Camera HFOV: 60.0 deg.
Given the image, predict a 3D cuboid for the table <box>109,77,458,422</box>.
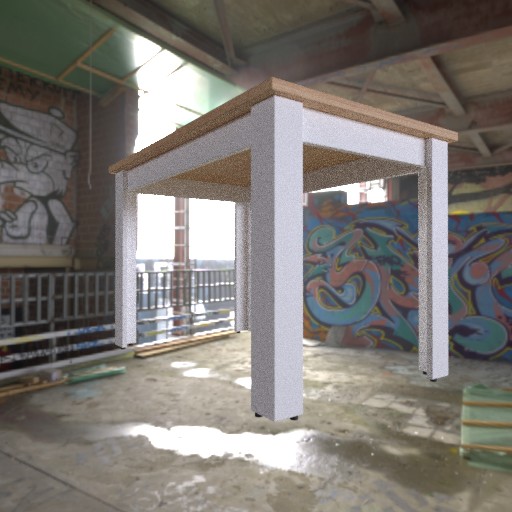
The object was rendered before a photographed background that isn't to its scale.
[{"bbox_3d":[0.000,0.000,1.566,0.700,0.734,1.100,0,-1,-35],"label":"table"}]
